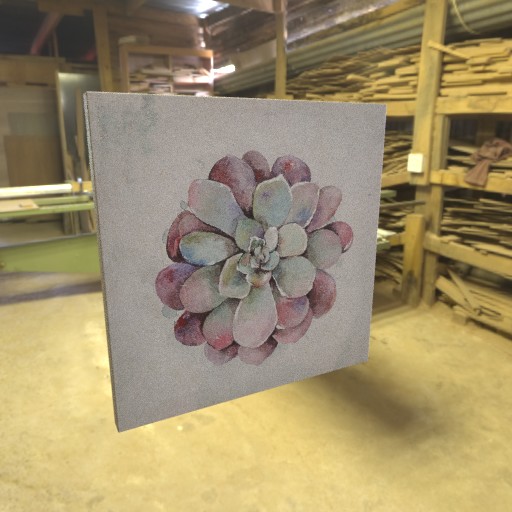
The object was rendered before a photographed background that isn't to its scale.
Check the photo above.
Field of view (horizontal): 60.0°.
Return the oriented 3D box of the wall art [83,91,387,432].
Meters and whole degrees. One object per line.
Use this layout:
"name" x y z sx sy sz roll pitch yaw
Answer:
"wall art" 0.000 0.000 0.907 0.605 0.605 0.044 -8 17 -26
